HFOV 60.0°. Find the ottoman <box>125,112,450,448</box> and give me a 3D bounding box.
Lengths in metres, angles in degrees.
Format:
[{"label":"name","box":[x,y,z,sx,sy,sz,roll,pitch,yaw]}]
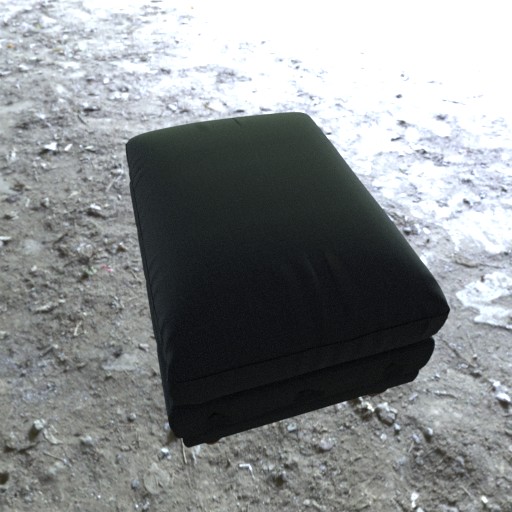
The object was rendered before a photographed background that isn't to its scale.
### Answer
[{"label":"ottoman","box":[0.000,0.000,1.121,0.558,0.486,0.767,-12,47,-12]}]
